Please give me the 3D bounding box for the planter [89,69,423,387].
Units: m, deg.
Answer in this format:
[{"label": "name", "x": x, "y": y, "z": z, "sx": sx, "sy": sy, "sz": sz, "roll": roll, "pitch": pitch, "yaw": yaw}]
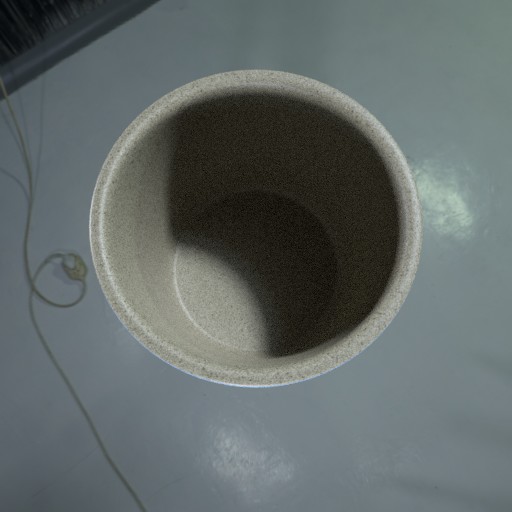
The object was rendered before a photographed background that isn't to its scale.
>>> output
[{"label": "planter", "x": 0.000, "y": 0.000, "z": 0.349, "sx": 0.191, "sy": 0.200, "sz": 0.191, "roll": 0, "pitch": 76, "yaw": 0}]
